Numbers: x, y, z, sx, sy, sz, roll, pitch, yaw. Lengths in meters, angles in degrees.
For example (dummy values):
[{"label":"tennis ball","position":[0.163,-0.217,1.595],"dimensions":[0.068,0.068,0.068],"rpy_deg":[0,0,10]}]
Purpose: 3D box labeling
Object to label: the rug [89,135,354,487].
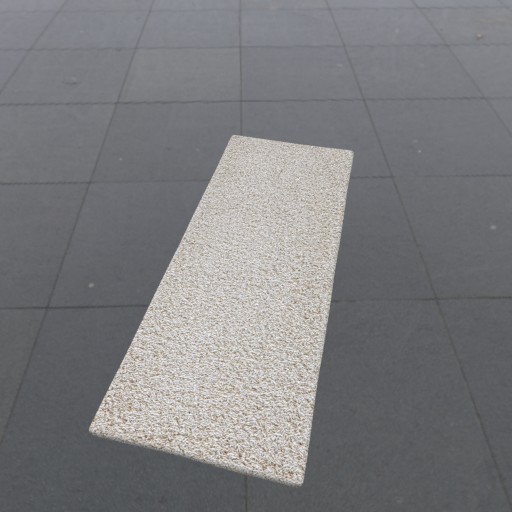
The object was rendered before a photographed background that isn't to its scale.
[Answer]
[{"label":"rug","position":[0.000,0.000,1.693],"dimensions":[0.609,0.030,1.524],"rpy_deg":[10,49,9]}]
